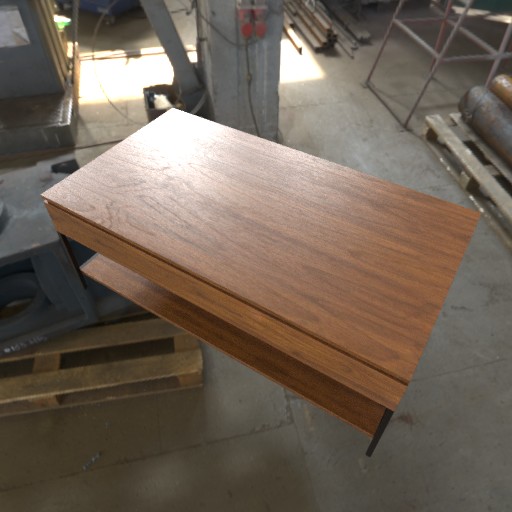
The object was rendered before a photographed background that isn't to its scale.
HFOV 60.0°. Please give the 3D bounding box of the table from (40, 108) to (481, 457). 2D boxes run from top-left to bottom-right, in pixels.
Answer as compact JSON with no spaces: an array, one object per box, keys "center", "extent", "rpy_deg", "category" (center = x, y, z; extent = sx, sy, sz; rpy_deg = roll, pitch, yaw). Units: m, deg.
[{"center":[0.000,0.000,1.356],"extent":[1.057,0.414,0.574],"rpy_deg":[25,51,21],"category":"table"}]
